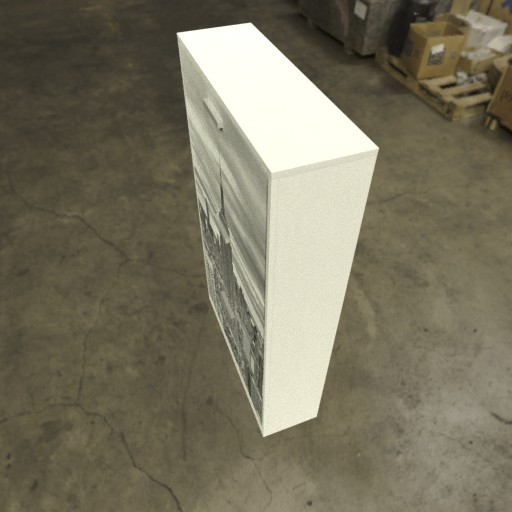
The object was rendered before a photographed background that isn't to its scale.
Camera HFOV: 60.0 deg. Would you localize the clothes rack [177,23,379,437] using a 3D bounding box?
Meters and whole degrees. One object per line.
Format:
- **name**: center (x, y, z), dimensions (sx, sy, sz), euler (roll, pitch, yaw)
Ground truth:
- **clothes rack**: center (0.000, 0.000, 1.574), dimensions (0.250, 1.280, 0.750), euler (-15, 48, -14)
